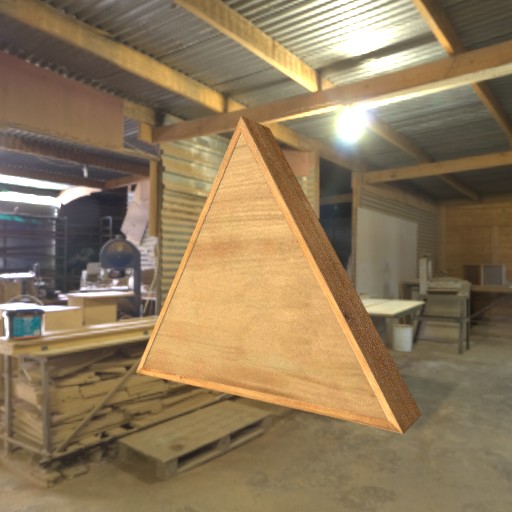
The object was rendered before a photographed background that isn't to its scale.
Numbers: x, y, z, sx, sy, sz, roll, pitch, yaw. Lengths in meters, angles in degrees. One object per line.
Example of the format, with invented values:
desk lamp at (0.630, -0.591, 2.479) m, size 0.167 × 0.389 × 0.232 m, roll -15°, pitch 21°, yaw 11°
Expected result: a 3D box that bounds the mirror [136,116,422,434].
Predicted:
mirror at (0.000, 0.000, 0.905) m, size 0.631 × 0.548 × 0.100 m, roll 0°, pitch -1°, yaw 36°
